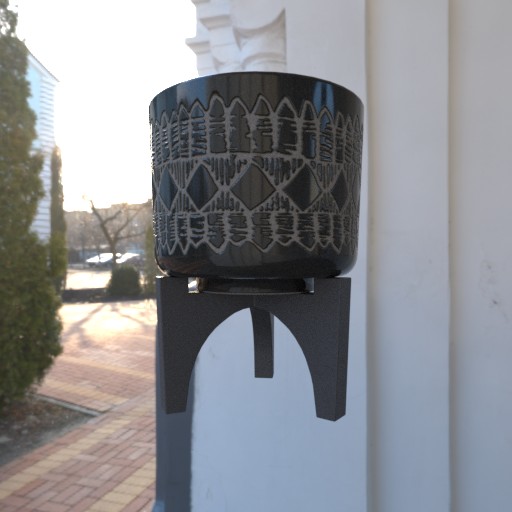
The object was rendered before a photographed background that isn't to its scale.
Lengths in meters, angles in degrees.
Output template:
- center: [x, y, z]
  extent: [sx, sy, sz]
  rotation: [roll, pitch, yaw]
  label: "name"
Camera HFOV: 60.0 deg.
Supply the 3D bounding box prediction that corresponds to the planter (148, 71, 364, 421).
- center: [0.000, 0.000, 0.412]
  extent: [0.196, 0.264, 0.196]
  rotation: [0, 0, 37]
  label: "planter"
